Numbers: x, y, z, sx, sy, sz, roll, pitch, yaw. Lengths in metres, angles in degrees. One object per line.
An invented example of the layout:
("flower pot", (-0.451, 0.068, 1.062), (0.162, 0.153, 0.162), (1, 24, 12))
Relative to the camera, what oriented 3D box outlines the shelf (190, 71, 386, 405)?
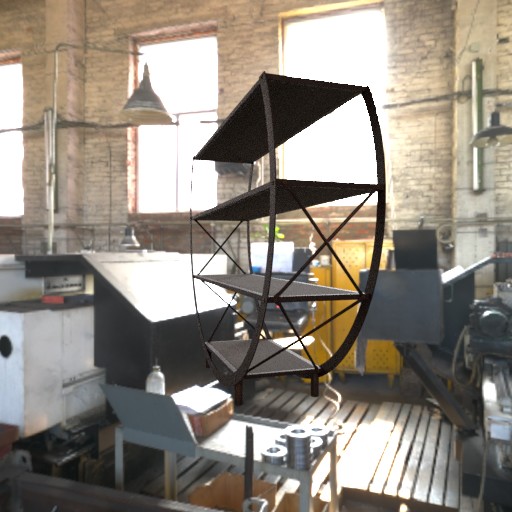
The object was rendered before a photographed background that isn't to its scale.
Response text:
("shelf", (0.000, 0.000, 1.892), (0.344, 1.063, 1.403), (0, 1, -18))
